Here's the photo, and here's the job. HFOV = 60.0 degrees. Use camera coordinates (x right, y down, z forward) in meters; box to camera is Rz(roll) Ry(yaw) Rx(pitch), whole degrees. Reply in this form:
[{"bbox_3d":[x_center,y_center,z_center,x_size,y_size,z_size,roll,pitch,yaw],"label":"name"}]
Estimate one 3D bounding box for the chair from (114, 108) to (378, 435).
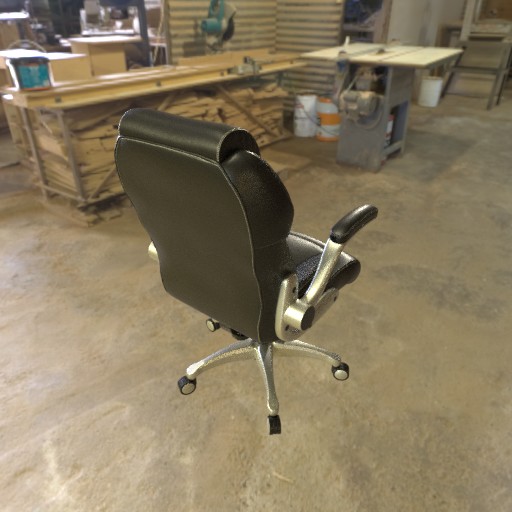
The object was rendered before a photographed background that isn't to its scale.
[{"bbox_3d":[0.000,0.000,1.659,0.724,1.141,0.801,22,37,33],"label":"chair"}]
